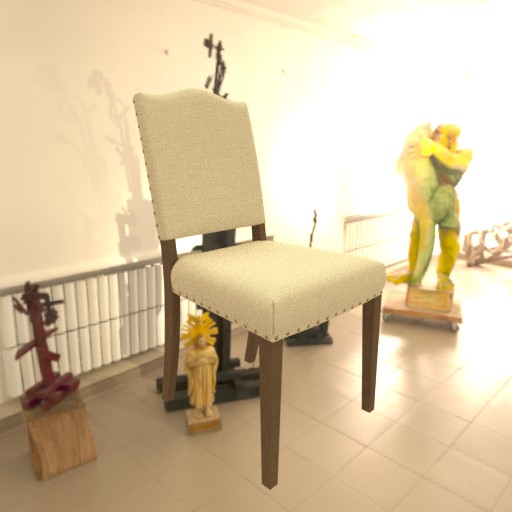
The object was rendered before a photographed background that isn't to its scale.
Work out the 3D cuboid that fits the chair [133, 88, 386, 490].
[{"bbox_3d":[0.000,0.000,1.359,0.508,1.015,0.619,-14,19,-43],"label":"chair"}]
